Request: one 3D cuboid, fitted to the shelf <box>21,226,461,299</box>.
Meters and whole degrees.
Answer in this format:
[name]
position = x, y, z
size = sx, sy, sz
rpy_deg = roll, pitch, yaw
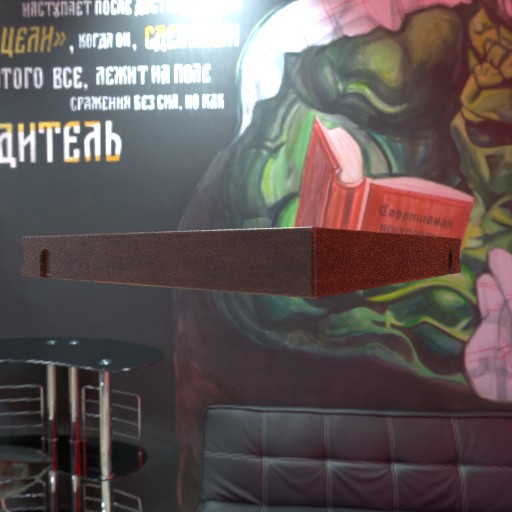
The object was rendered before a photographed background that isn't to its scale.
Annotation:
[shelf]
position = 0.000, 0.000, 0.420
size = 0.296, 0.035, 0.296
rpy_deg = 1, 1, 37
